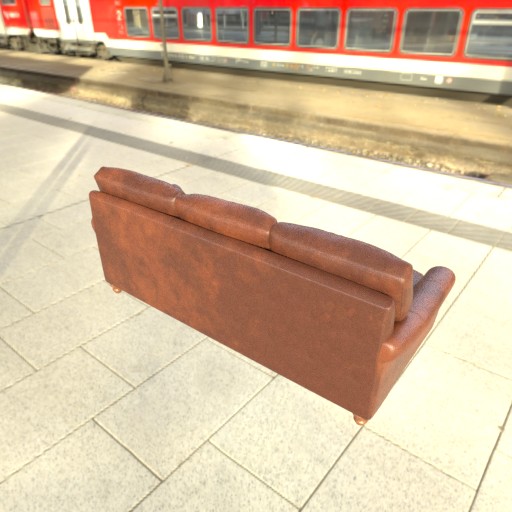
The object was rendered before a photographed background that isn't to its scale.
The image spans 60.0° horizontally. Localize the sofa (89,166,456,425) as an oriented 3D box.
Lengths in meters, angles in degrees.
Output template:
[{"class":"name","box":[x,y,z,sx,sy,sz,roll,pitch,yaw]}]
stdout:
[{"class":"sofa","box":[0.000,0.000,2.930,2.351,0.977,0.973,21,36,32]}]
